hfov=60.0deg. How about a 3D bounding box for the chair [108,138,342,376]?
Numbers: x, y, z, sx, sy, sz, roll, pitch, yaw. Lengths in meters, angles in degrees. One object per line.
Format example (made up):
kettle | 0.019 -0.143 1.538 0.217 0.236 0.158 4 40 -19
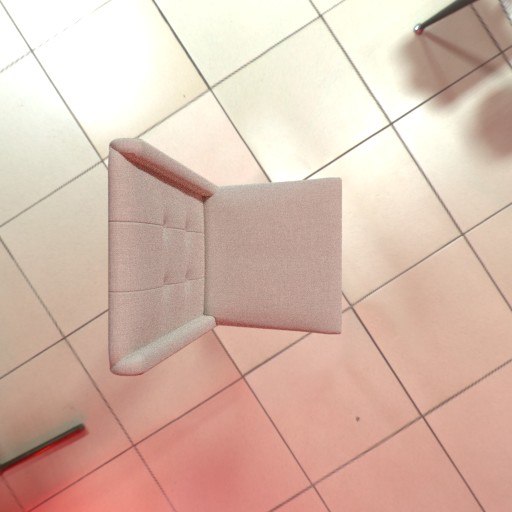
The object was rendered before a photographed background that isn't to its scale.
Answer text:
chair | 0.000 0.000 1.263 0.523 0.961 0.474 0 90 1
